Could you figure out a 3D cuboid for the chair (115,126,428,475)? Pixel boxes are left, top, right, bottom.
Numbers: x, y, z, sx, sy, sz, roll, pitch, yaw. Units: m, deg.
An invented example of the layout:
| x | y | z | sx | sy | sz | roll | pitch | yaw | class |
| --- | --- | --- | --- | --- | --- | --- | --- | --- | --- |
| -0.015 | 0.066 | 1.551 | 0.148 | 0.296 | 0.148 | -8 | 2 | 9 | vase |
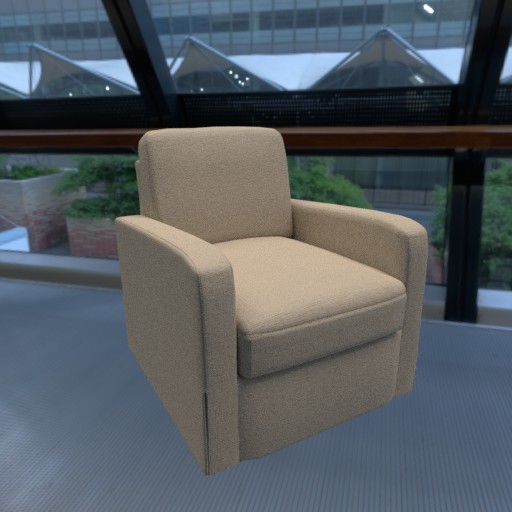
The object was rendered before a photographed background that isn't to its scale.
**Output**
| x | y | z | sx | sy | sz | roll | pitch | yaw | class |
| --- | --- | --- | --- | --- | --- | --- | --- | --- | --- |
| 0.000 | 0.000 | 1.503 | 0.755 | 0.827 | 0.888 | -10 | 20 | -28 | chair |
